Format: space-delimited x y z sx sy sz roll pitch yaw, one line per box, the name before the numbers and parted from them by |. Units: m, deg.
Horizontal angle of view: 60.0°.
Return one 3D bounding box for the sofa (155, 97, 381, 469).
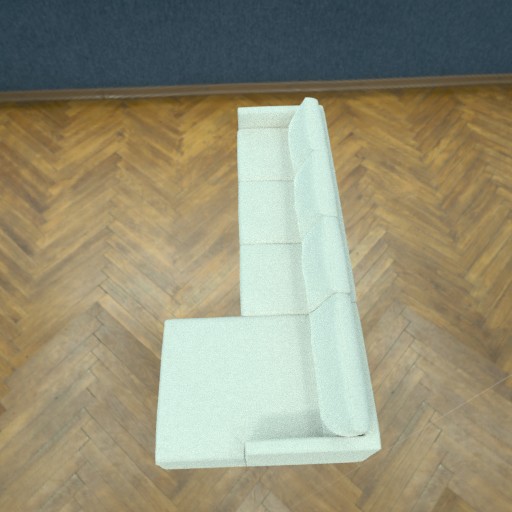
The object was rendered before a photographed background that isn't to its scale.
sofa | 0.000 0.000 4.094 1.606 0.954 3.471 -2 58 -1
